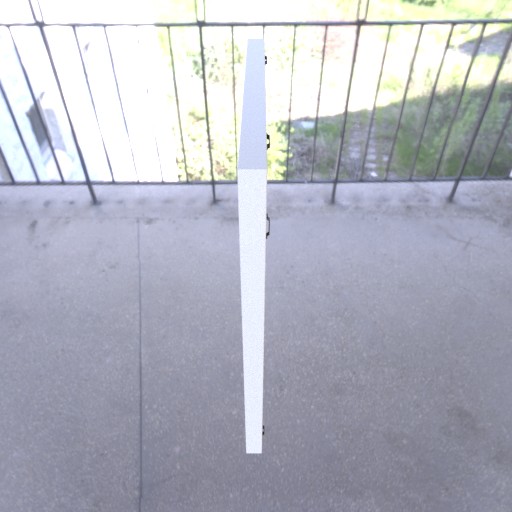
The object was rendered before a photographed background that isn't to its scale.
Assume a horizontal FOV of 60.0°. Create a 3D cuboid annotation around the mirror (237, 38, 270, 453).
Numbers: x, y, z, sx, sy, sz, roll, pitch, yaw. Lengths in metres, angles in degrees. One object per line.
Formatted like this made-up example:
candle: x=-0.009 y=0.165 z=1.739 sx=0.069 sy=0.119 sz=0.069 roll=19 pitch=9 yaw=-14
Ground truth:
mirror: x=0.000 y=0.000 z=0.929 sx=0.039 sy=0.710 sz=0.507 roll=0 pitch=41 yaw=0
